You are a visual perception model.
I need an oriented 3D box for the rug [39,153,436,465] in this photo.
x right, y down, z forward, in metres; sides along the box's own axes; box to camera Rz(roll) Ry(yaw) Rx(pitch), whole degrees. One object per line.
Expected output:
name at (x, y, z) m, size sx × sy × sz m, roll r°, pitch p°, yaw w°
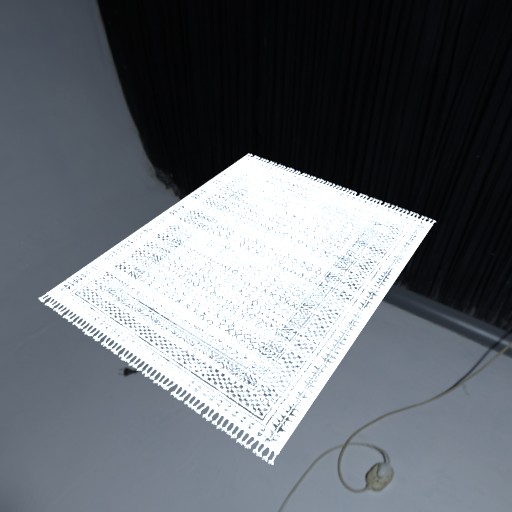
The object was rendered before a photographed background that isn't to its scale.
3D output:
rug at (0.000, 0.000, 4.005) m, size 2.312 × 0.013 × 2.940 m, roll 26°, pitch 48°, yaw 25°
